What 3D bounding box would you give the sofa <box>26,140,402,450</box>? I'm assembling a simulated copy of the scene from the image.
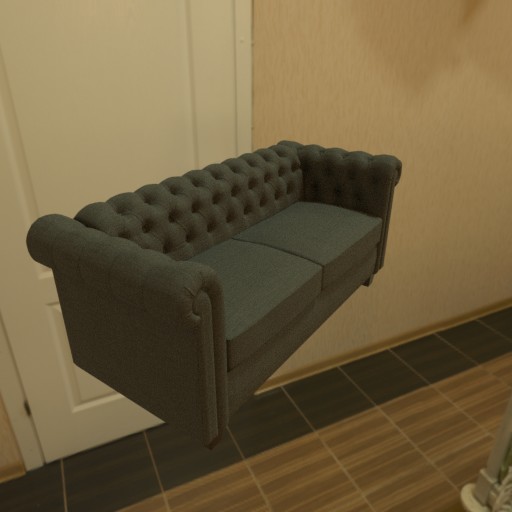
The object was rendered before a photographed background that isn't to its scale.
[{"bbox_3d":[0.000,0.000,2.187,0.783,0.797,1.798,17,31,31],"label":"sofa"}]
